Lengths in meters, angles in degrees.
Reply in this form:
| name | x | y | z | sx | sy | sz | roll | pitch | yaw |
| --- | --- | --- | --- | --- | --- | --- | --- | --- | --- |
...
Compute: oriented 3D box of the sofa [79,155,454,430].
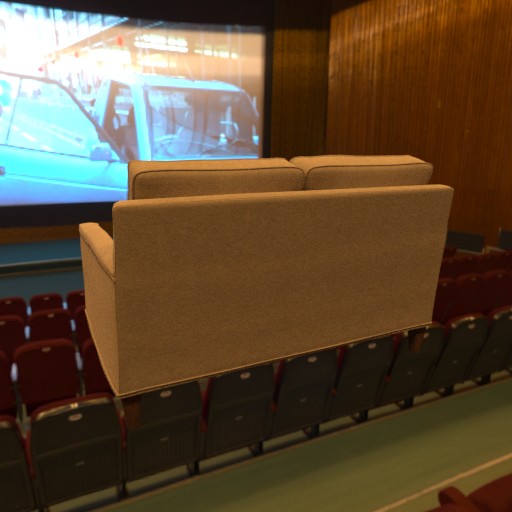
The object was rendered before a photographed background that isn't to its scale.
| name | x | y | z | sx | sy | sz | roll | pitch | yaw |
| --- | --- | --- | --- | --- | --- | --- | --- | --- | --- |
| sofa | 0.000 | 0.000 | 2.238 | 1.597 | 1.002 | 1.084 | -7 | 15 | -25 |
